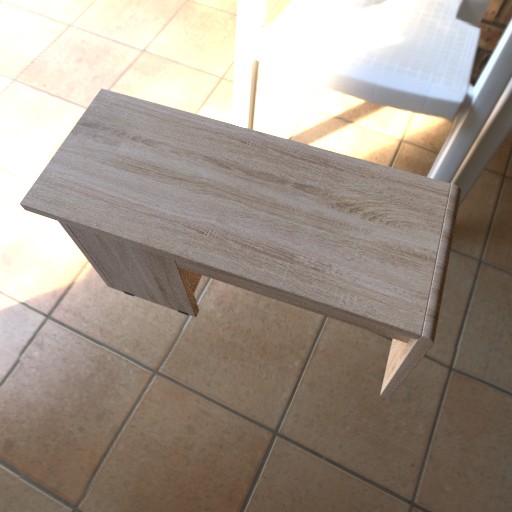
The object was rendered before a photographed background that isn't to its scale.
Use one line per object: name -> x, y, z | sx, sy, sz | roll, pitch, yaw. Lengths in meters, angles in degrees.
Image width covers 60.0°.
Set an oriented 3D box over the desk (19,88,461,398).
desk -> 0.000, 0.000, 1.642 | 1.300, 0.750, 0.500 | 18, 65, 9
